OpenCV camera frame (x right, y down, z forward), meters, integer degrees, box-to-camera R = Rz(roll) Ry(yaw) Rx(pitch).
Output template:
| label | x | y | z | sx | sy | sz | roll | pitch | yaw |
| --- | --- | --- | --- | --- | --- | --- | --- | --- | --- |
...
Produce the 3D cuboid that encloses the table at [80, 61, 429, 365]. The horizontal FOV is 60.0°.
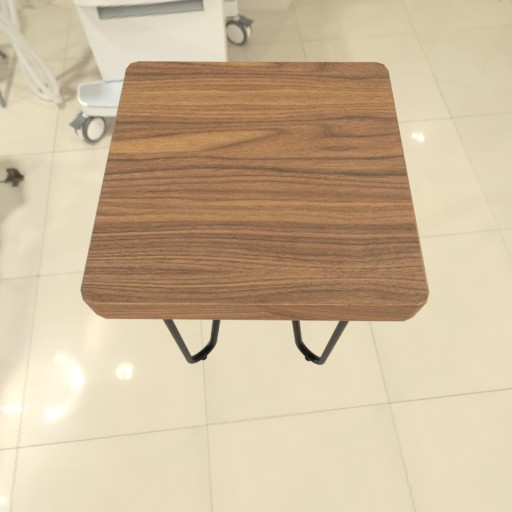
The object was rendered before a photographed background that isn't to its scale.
| label | x | y | z | sx | sy | sz | roll | pitch | yaw |
| --- | --- | --- | --- | --- | --- | --- | --- | --- | --- |
| table | 0.000 | 0.000 | 0.992 | 0.480 | 0.641 | 0.479 | 0 | 63 | 0 |
